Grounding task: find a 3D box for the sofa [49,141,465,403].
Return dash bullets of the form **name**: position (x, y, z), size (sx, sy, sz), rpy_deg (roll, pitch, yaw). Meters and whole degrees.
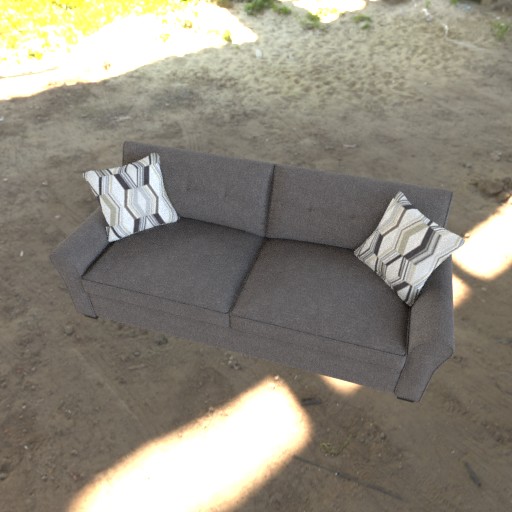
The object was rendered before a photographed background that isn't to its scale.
- **sofa**: position (0.000, 0.000, 2.456), size (2.032, 0.813, 0.889), rpy_deg (12, 42, 13)
